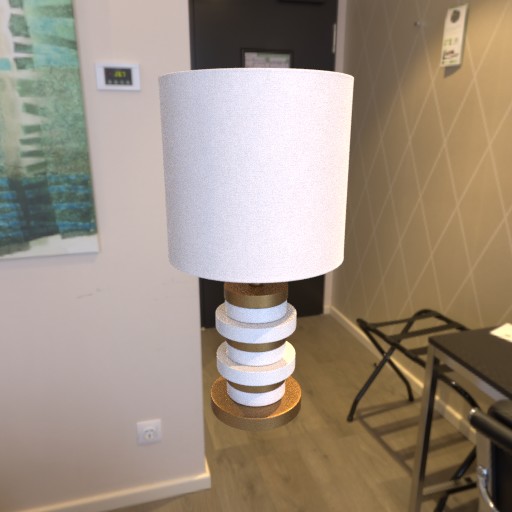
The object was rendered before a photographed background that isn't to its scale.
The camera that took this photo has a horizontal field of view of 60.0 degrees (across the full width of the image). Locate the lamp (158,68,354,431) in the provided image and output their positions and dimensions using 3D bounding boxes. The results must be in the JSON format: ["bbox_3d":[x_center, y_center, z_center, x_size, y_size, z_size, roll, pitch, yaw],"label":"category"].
[{"bbox_3d":[0.000,0.000,0.541,0.210,0.410,0.210,15,22,41],"label":"lamp"}]
